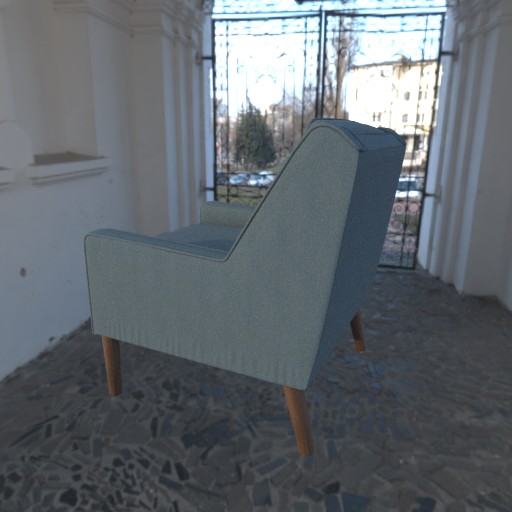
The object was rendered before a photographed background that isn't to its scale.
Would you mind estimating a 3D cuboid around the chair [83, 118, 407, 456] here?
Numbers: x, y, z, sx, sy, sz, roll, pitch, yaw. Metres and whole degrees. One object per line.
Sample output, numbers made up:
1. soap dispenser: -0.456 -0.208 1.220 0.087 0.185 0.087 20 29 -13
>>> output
1. chair: 0.000 0.000 1.330 0.733 0.780 0.663 7 17 25
